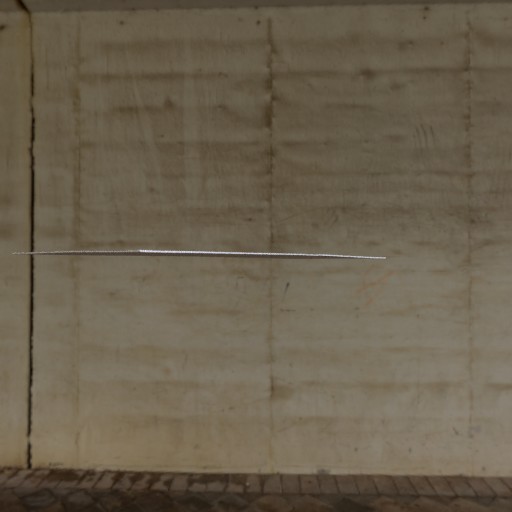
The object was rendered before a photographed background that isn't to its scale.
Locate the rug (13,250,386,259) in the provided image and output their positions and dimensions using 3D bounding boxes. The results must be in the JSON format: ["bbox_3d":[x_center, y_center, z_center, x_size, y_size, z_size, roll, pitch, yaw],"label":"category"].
[{"bbox_3d":[0.000,0.000,2.555,0.741,0.014,2.390,-1,-1,34],"label":"rug"}]
